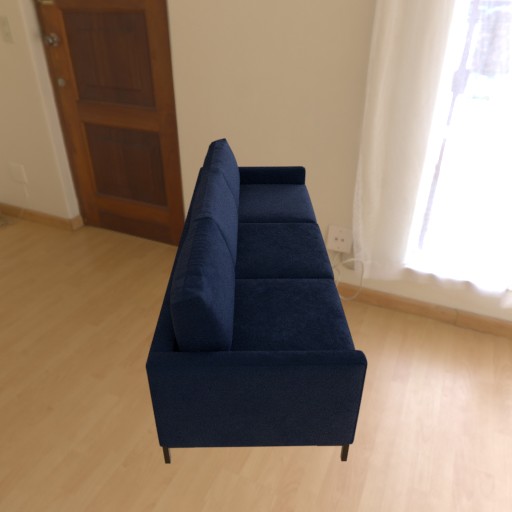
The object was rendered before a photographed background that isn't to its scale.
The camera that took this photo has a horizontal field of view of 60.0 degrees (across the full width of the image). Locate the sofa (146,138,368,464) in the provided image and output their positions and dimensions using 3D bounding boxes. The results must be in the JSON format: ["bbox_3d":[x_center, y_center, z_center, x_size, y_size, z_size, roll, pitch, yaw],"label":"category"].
[{"bbox_3d":[0.000,0.000,2.714,0.875,0.879,2.252,0,31,-1],"label":"sofa"}]
